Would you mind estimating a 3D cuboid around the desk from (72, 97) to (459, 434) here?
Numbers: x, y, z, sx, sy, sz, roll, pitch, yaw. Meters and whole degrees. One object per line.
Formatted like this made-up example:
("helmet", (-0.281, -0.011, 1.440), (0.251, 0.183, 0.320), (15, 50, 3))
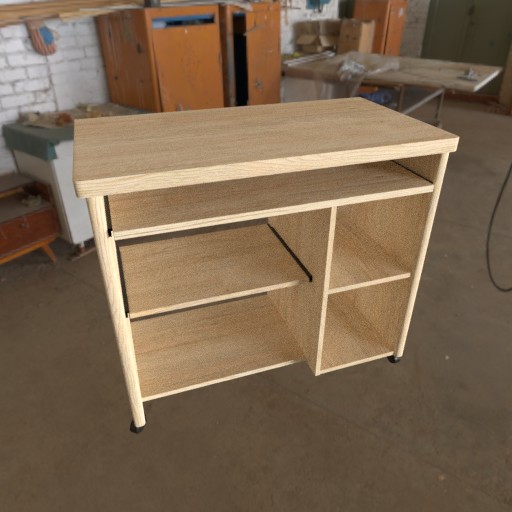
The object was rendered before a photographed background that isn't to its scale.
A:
("desk", (0.000, 0.000, 1.338), (0.885, 0.770, 0.480), (-10, 33, -16))
